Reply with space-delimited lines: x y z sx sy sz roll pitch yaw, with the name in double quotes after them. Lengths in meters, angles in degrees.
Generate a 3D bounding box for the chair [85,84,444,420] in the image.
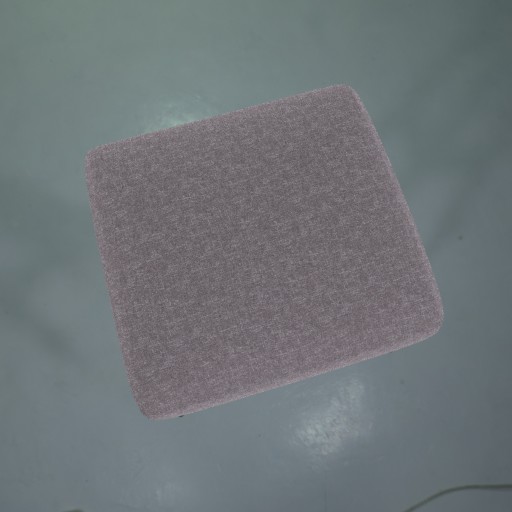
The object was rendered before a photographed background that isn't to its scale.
0.000 0.000 0.900 0.530 0.410 0.530 -16 76 -4 "chair"
